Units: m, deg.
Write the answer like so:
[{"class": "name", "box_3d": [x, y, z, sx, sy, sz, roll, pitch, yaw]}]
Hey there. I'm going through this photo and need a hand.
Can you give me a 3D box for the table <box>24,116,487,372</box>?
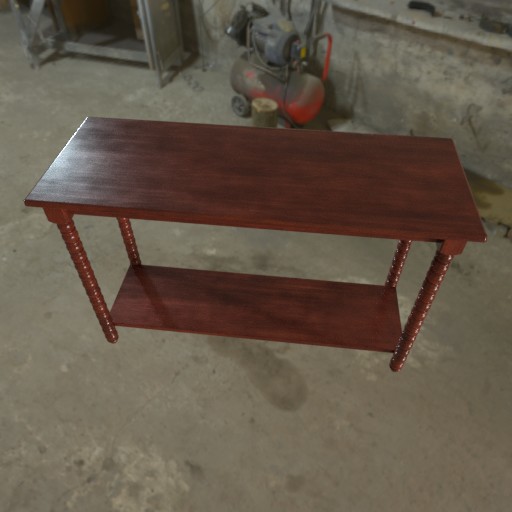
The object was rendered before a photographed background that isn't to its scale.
[{"class": "table", "box_3d": [0.000, 0.000, 1.535, 1.184, 0.740, 0.459, 5, 46, 5]}]
